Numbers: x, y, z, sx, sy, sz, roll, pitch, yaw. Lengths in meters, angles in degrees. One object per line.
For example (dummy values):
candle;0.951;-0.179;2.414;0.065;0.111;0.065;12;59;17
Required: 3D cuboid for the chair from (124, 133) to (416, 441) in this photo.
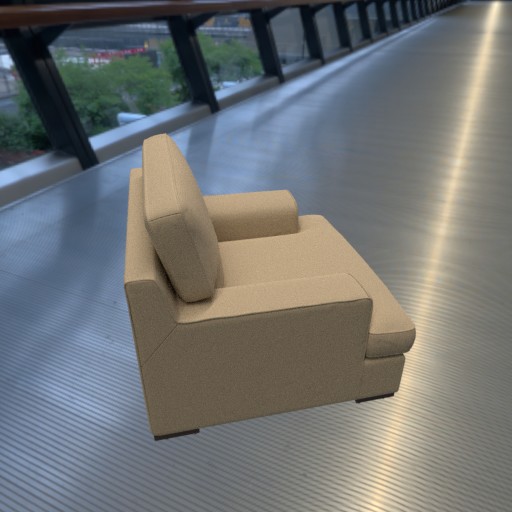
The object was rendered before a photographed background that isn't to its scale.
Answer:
chair;0.000;0.000;2.158;1.274;1.005;1.293;-10;32;-18
